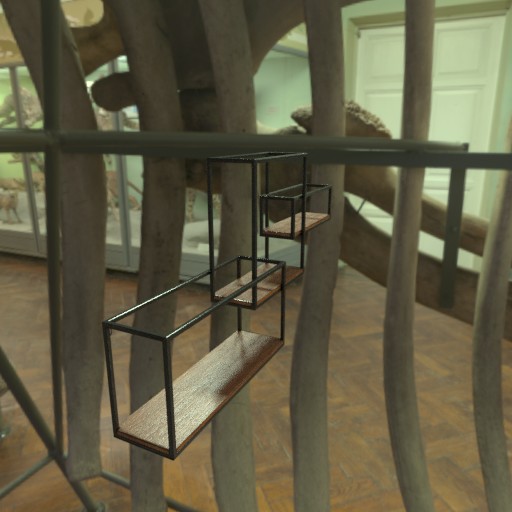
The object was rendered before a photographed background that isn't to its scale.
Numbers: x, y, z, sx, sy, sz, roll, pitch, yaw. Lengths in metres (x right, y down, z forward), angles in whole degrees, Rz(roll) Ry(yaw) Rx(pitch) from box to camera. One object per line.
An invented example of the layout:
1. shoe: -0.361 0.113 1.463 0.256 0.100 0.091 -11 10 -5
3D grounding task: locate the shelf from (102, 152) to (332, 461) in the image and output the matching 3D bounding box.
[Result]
1. shelf: 0.000 0.000 2.201 0.275 0.972 1.781 8 17 26
